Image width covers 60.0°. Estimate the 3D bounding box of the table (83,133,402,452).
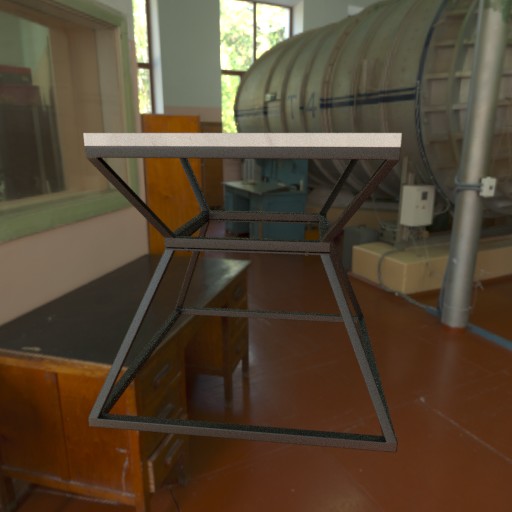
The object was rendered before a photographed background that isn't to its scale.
[{"bbox_3d":[0.000,0.000,0.806,0.455,0.431,0.455,2,16,7],"label":"table"}]
